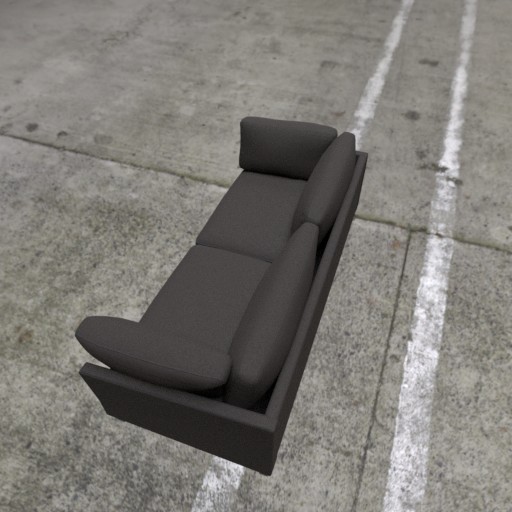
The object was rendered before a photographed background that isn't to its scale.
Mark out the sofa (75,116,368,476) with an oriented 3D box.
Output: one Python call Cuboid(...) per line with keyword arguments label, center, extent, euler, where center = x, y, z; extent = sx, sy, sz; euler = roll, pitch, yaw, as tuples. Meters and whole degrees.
Cuboid(label="sofa", center=(0.000, 0.000, 2.798), extent=(0.969, 0.792, 2.312), euler=(14, 47, 14))
